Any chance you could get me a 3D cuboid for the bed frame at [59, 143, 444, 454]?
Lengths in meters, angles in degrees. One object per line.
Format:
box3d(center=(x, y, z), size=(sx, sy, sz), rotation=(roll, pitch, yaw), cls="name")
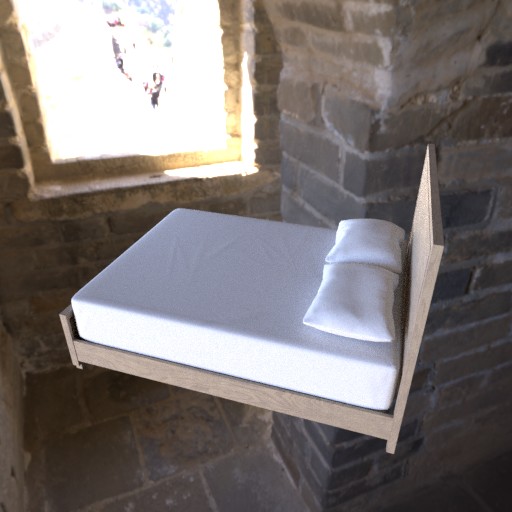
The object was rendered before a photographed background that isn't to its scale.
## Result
box3d(center=(0.000, 0.000, 3.168), size=(2.189, 1.369, 1.606), rotation=(9, 31, 15), cls="bed frame")
